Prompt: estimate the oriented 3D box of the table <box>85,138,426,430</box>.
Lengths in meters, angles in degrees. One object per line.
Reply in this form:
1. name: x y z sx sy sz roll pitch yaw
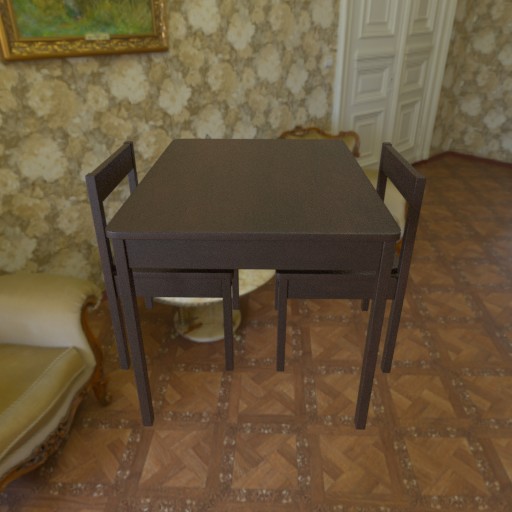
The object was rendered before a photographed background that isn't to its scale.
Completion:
1. table: 0.000 0.000 1.110 0.672 0.503 0.650 1 28 1
